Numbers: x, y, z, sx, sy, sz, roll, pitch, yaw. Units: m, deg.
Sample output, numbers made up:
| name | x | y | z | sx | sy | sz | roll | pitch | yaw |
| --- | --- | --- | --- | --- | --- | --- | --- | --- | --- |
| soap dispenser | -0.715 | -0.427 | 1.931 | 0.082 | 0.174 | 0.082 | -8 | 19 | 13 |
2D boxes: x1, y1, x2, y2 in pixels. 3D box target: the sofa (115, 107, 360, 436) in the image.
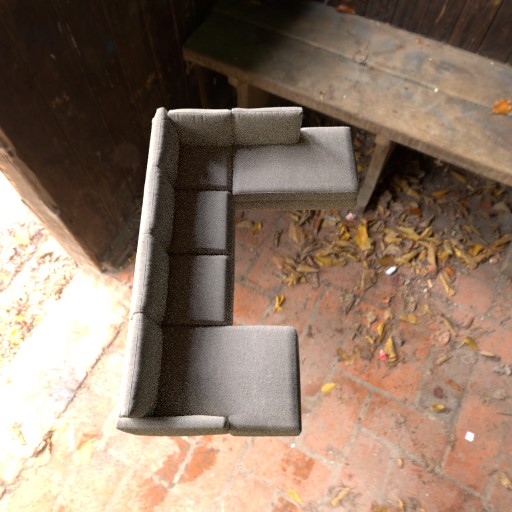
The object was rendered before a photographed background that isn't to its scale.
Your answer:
| name | x | y | z | sx | sy | sz | roll | pitch | yaw |
| --- | --- | --- | --- | --- | --- | --- | --- | --- | --- |
| sofa | 0.000 | 0.000 | 3.643 | 1.879 | 0.756 | 2.737 | -1 | 64 | 0 |
